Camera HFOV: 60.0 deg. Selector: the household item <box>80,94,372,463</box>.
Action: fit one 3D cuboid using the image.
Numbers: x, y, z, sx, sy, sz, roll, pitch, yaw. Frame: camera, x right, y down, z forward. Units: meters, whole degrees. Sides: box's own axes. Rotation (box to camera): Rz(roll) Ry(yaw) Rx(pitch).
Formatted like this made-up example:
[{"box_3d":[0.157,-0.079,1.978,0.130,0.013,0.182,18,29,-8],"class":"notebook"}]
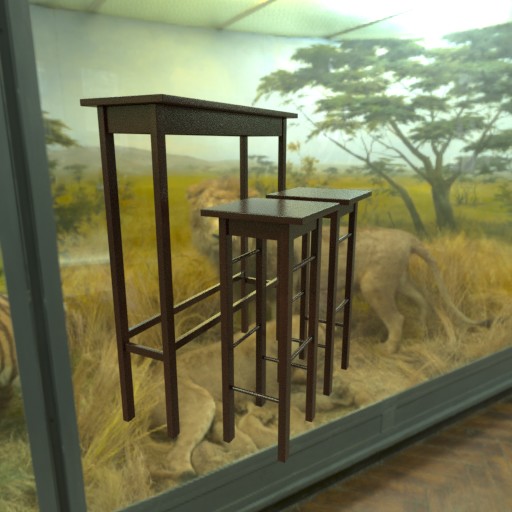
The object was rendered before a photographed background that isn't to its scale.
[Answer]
[{"box_3d":[0.000,0.000,1.657,0.676,1.067,0.914,7,16,27],"class":"household item"}]
